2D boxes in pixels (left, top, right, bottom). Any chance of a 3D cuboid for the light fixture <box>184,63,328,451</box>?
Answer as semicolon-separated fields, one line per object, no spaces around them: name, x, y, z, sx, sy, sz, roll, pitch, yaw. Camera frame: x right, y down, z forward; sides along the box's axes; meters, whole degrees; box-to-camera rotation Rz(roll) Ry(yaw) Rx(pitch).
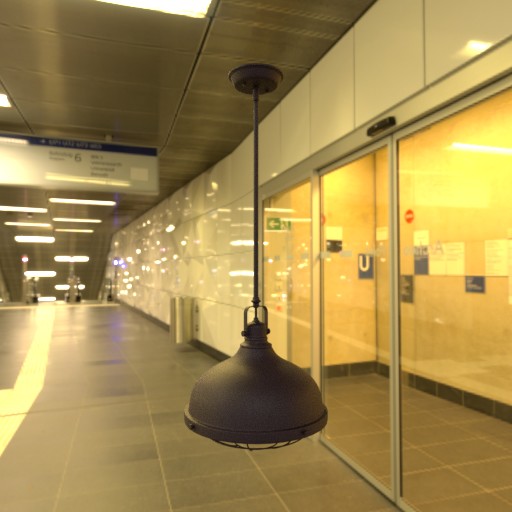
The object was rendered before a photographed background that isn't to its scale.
light fixture;0.000;0.000;1.030;0.341;0.849;0.341;1;-2;-37
